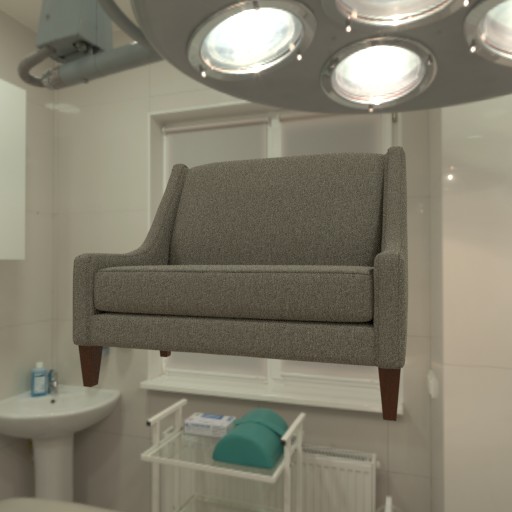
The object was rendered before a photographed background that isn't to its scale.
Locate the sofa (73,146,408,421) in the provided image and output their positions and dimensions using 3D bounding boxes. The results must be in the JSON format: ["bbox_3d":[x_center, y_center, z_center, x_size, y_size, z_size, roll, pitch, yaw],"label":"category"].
[{"bbox_3d":[0.000,0.000,1.913,1.242,1.026,0.862,0,-1,19],"label":"sofa"}]
